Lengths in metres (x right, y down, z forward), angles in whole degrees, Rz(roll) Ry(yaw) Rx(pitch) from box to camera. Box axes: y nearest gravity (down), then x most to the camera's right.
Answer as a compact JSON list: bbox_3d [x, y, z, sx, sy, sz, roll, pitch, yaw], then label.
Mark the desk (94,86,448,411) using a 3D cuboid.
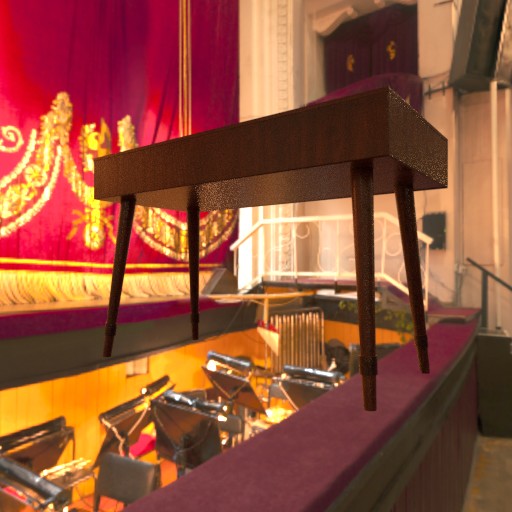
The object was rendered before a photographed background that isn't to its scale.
[{"bbox_3d":[0.000,0.000,2.134,1.577,1.031,0.734,-1,-1,37],"label":"desk"}]
